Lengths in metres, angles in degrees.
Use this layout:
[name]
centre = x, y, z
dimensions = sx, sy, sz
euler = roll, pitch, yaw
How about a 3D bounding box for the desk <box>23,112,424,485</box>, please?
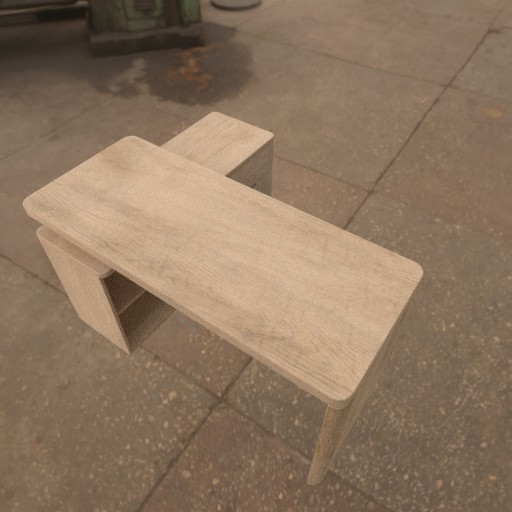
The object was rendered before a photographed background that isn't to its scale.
[desk]
centre = 0.000, 0.000, 2.028
dimensions = 1.400, 0.770, 1.175
euler = 28, 53, 23
